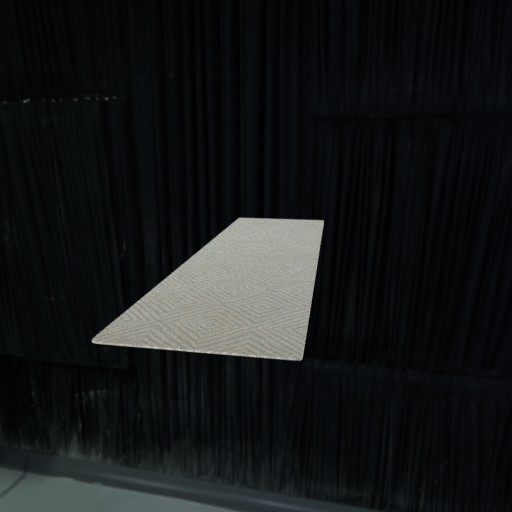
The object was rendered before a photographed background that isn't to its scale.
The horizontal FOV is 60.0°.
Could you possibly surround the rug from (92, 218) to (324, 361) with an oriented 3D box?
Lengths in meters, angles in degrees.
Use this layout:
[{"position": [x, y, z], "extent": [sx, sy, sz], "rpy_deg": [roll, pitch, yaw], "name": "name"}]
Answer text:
[{"position": [0.000, 0.000, 2.440], "extent": [0.676, 0.008, 2.277], "rpy_deg": [3, 15, 10], "name": "rug"}]
